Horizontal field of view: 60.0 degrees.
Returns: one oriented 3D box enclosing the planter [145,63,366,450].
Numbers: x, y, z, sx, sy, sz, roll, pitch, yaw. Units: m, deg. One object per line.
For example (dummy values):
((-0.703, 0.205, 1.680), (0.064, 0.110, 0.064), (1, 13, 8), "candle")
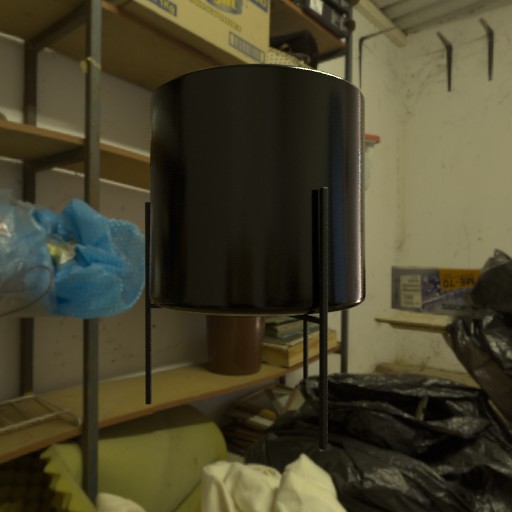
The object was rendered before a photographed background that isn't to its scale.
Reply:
((0.000, 0.000, 0.643), (0.310, 0.432, 0.310), (0, 1, 18), "planter")
